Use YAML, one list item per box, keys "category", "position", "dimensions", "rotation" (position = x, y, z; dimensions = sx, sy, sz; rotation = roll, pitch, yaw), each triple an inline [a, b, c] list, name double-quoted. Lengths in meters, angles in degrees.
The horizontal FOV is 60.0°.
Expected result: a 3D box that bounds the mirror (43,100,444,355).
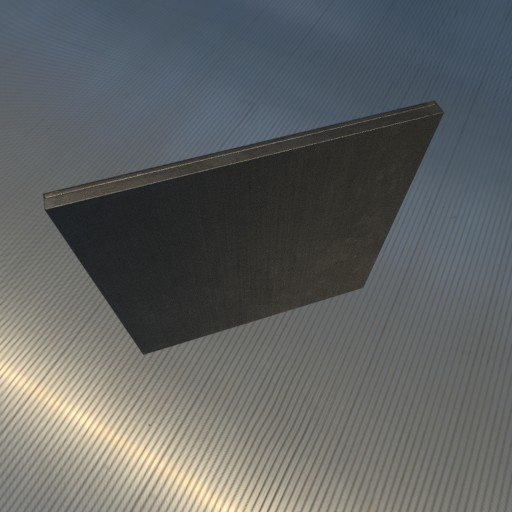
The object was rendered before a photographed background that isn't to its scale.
- category: "mirror"
  position: [0.000, 0.000, 0.571]
  dimensions: [0.382, 0.381, 0.020]
  rotation: [-16, 60, -9]
